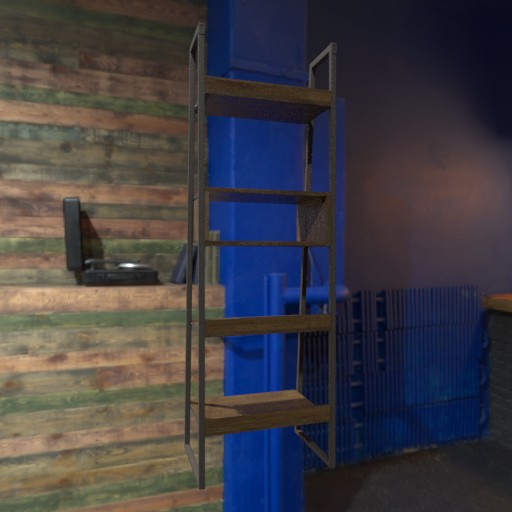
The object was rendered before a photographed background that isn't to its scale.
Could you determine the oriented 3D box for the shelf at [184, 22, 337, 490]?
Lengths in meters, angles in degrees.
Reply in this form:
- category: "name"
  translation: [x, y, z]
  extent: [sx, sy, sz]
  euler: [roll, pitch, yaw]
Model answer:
- category: "shelf"
  translation: [0.000, 0.000, 2.205]
  extent: [0.652, 2.005, 0.454]
  euler: [0, 1, -17]
